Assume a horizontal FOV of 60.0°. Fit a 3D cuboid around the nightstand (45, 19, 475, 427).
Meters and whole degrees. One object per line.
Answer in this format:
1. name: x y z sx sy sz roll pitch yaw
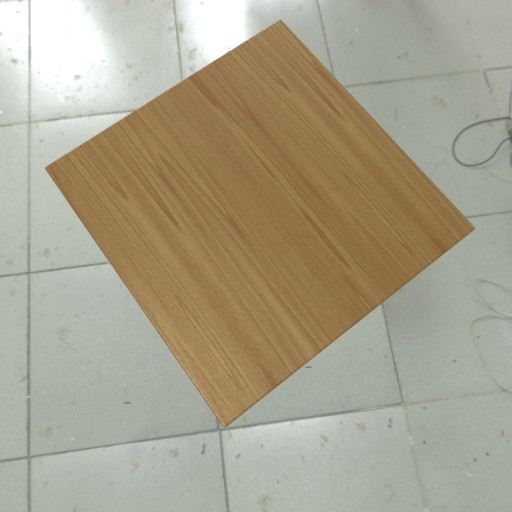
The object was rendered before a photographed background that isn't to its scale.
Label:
1. nightstand: 0.000 0.000 0.901 0.418 0.614 0.428 -36 78 -9
